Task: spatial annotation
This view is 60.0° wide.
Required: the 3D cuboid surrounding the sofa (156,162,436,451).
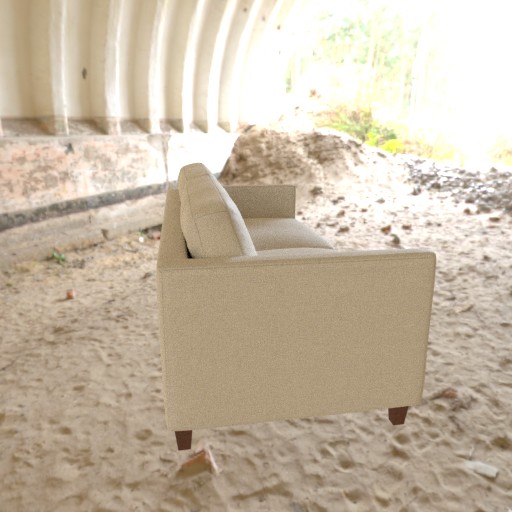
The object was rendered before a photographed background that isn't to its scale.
[{"bbox_3d":[0.000,0.000,2.394,0.965,0.889,1.981,-3,16,-9],"label":"sofa"}]
